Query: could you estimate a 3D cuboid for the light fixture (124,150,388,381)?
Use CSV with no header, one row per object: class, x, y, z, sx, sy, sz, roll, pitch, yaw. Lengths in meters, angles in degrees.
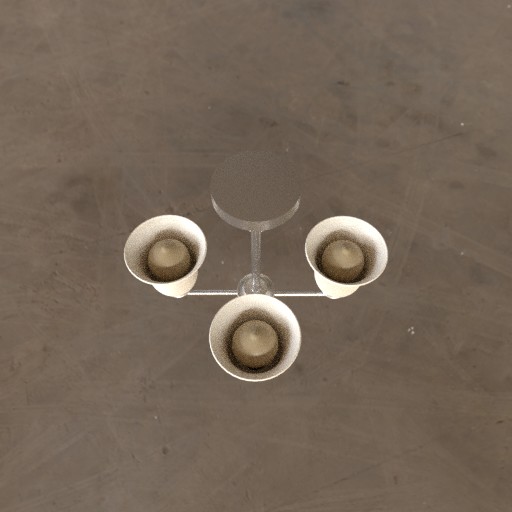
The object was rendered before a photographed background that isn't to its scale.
light fixture,0.000,0.000,0.739,0.427,0.370,0.427,0,59,0
